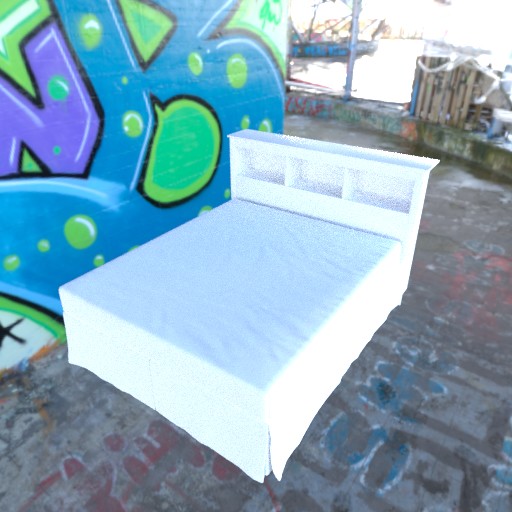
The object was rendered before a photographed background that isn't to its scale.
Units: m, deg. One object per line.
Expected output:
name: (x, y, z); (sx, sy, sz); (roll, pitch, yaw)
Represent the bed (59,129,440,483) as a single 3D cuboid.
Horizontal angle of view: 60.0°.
bed: (0.000, 0.000, 3.025); (1.671, 1.092, 2.133); (18, 34, 30)
